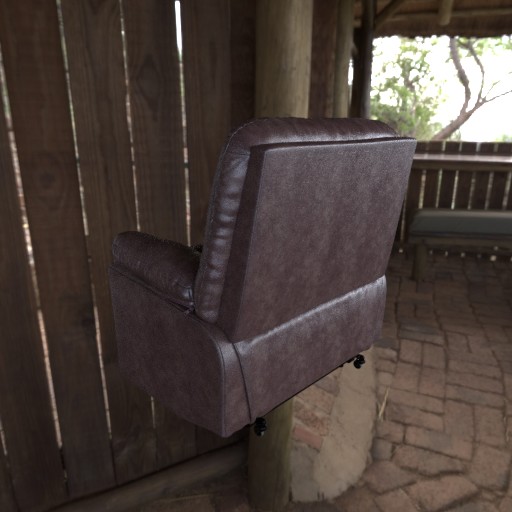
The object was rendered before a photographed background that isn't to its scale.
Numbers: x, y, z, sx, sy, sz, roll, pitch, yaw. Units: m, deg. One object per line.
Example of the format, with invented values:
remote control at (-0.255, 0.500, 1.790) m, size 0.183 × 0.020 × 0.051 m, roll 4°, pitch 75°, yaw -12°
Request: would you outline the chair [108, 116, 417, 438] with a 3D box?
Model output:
chair at (0.000, 0.000, 1.745) m, size 0.940 × 1.041 × 0.879 m, roll -16°, pitch 23°, yaw -42°
